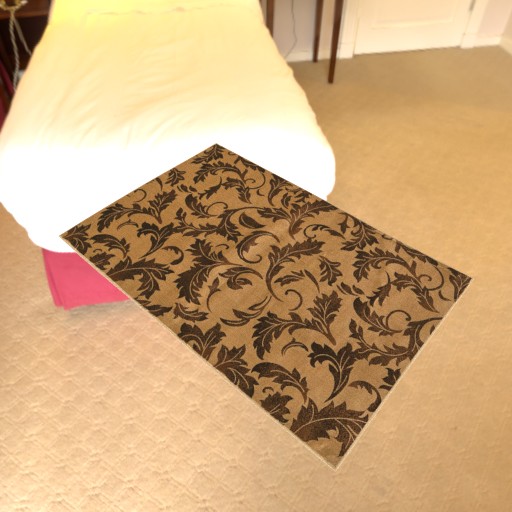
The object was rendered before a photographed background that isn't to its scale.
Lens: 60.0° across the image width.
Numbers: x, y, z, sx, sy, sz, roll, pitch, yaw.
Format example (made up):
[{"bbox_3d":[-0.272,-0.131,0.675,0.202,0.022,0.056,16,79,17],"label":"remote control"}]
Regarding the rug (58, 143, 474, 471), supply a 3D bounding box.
[{"bbox_3d":[0.000,0.000,2.884,2.284,0.008,1.522,33,55,27],"label":"rug"}]
